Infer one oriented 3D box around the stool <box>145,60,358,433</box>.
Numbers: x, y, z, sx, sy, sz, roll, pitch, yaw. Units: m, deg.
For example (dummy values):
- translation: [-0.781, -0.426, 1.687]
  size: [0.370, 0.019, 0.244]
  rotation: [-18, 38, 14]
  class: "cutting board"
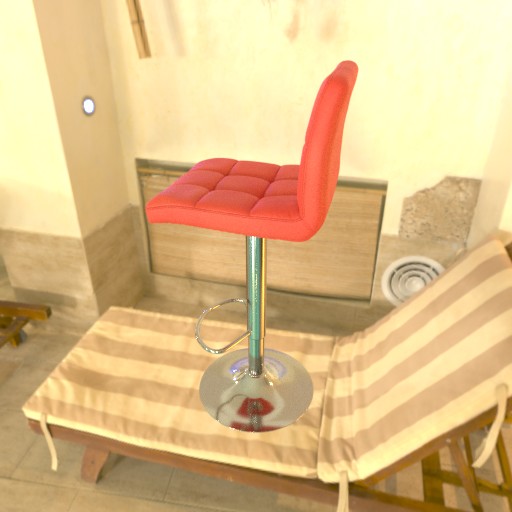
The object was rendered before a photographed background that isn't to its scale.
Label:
- translation: [0.000, 0.000, 1.391]
  size: [0.505, 1.115, 0.430]
  rotation: [7, 29, 13]
  class: "stool"
